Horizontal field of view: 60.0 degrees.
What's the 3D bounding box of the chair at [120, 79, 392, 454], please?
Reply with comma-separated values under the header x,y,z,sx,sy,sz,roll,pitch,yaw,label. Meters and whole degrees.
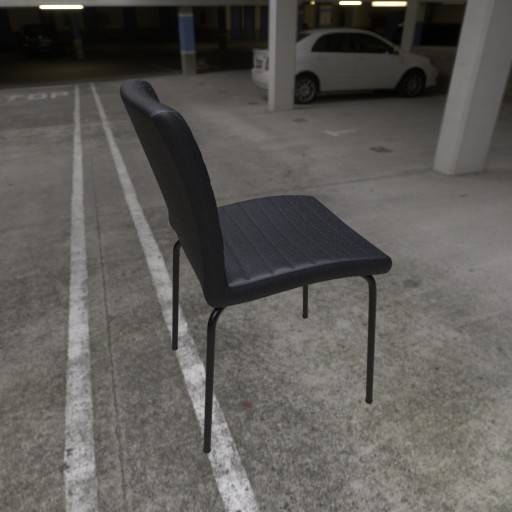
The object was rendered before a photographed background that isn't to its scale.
x,y,z,sx,sy,sz,roll,pitch,yaw,label
0.000,0.000,1.179,0.572,0.872,0.450,-11,32,-18,chair
